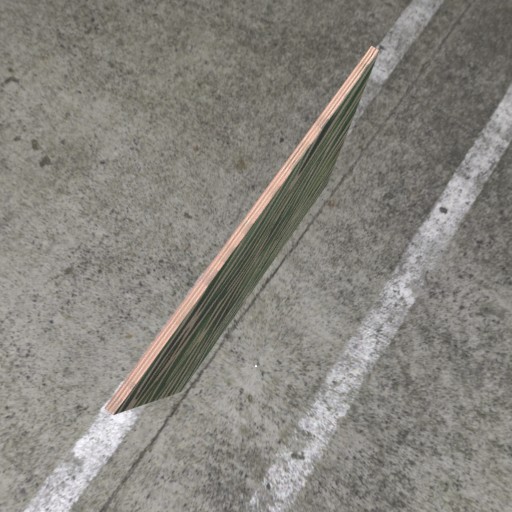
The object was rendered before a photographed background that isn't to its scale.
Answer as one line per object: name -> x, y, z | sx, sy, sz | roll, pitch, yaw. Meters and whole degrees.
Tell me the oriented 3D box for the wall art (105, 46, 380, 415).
wall art -> 0.000, 0.000, 0.684 | 0.012, 0.408, 0.508 | 34, 78, 8
